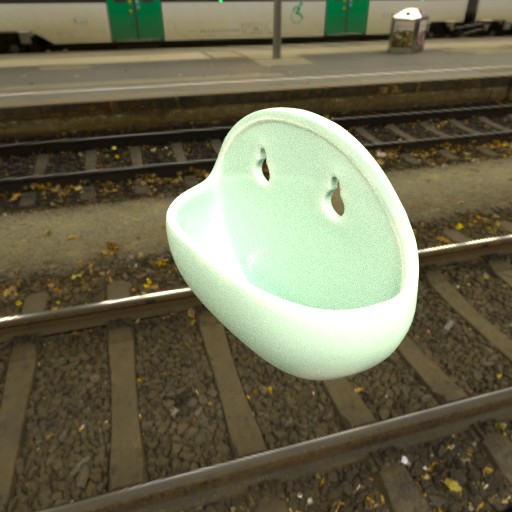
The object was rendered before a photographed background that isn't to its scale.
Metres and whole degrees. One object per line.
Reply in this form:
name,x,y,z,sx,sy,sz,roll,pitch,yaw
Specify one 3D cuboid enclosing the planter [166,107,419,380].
planter,0.000,0.000,0.271,0.073,0.164,0.189,-22,38,-31
